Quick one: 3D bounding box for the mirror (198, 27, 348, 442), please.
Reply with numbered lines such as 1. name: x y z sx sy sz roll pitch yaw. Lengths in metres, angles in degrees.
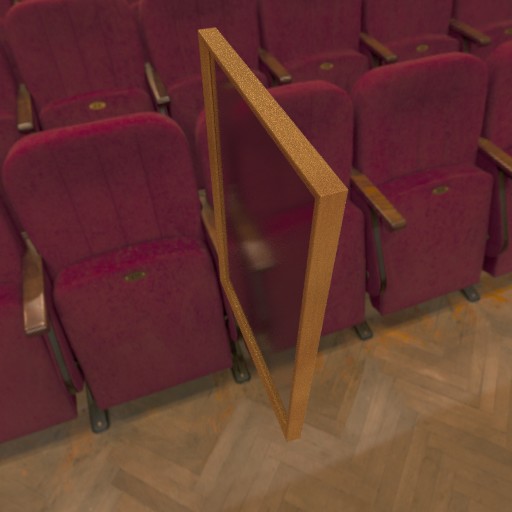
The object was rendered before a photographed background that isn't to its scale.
1. mirror: 0.000 0.000 0.907 0.039 0.710 0.507 -15 49 -14
